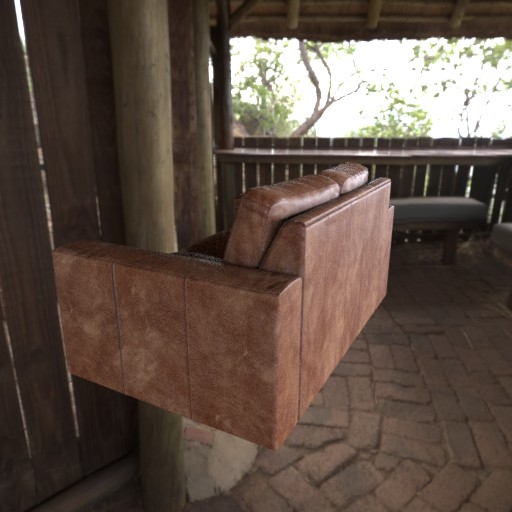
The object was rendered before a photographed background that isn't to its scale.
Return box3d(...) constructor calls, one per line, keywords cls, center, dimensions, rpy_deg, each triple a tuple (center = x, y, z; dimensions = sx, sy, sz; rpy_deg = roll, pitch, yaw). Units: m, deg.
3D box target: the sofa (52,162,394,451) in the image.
box3d(cls="sofa", center=(0.000, 0.000, 2.290), dimensions=(1.041, 0.889, 1.626), rpy_deg=(9, 20, 27))
